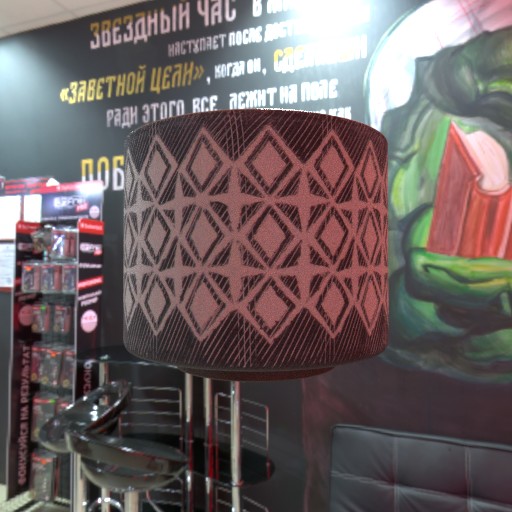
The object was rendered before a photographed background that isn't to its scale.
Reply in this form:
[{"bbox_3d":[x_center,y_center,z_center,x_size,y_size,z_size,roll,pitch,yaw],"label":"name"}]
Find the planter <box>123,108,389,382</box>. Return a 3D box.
[{"bbox_3d":[0.000,0.000,0.221,0.126,0.104,0.126,0,-1,0],"label":"planter"}]
